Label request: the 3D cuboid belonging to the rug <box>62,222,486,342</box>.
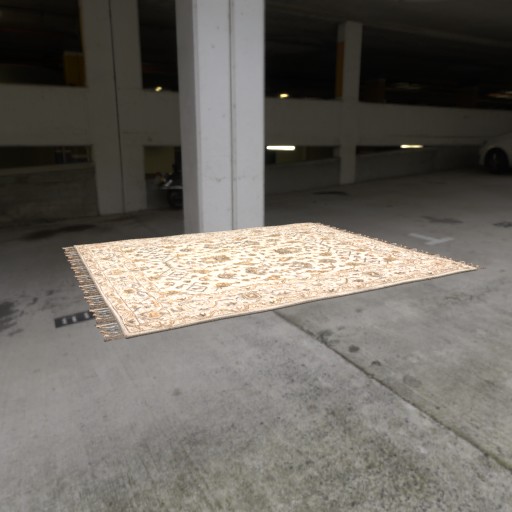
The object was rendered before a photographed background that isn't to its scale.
[{"bbox_3d":[0.000,0.000,4.015,3.061,0.034,2.426,-7,16,-27],"label":"rug"}]
